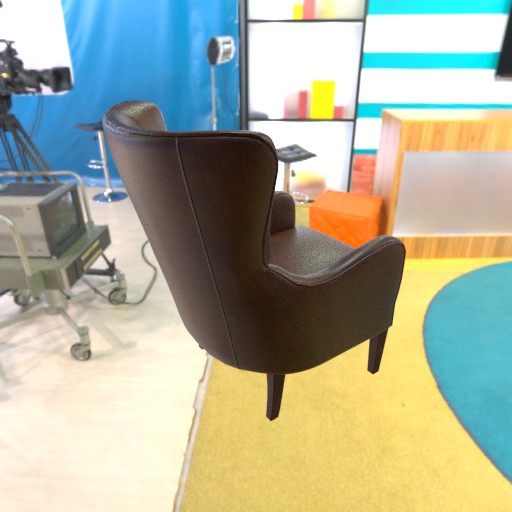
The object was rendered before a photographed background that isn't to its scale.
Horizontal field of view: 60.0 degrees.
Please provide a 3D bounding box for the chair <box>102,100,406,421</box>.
[{"bbox_3d":[0.000,0.000,1.603,0.914,1.048,0.692,-18,32,-31],"label":"chair"}]
